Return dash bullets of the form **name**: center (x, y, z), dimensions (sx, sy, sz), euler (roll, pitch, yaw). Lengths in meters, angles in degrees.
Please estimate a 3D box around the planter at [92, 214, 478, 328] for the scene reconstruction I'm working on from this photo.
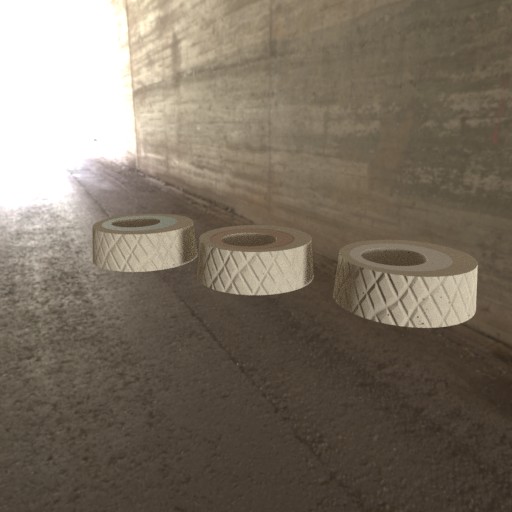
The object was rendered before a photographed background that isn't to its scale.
- **planter**: center (0.000, 0.000, 0.430), dimensions (0.390, 0.038, 0.114), euler (8, 18, 26)
